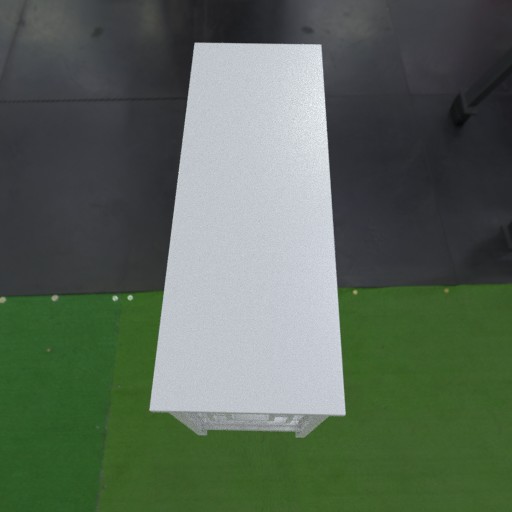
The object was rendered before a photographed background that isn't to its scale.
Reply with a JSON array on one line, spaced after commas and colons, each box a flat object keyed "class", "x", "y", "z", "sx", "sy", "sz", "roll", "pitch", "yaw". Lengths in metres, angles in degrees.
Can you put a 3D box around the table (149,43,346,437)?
[{"class": "table", "x": 0.000, "y": 0.000, "z": 1.445, "sx": 0.397, "sy": 0.753, "sz": 1.068, "roll": 1, "pitch": 63, "yaw": 1}]
